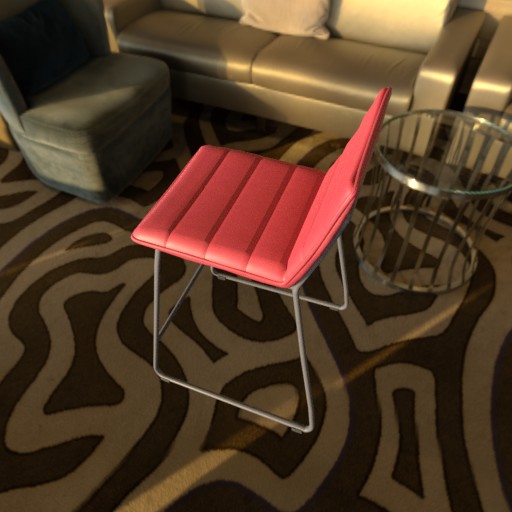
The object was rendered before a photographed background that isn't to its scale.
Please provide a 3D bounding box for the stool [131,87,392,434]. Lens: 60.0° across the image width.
[{"bbox_3d":[0.000,0.000,1.188,0.524,0.866,0.489,15,49,14],"label":"stool"}]
